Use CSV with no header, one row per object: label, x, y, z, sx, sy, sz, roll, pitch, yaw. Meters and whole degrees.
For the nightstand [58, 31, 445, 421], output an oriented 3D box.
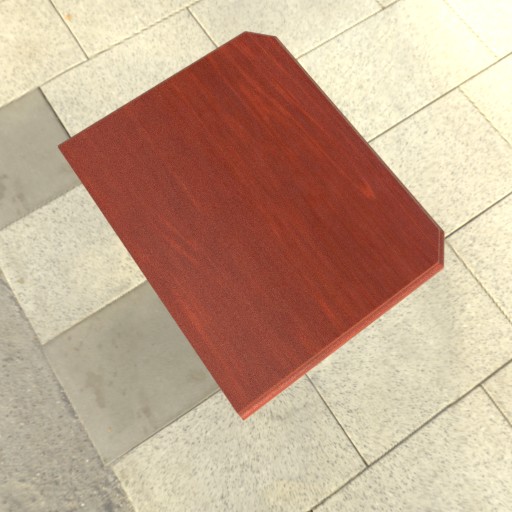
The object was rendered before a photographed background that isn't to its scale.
nightstand,0.000,0.000,0.901,0.351,0.681,0.435,-35,79,-8
